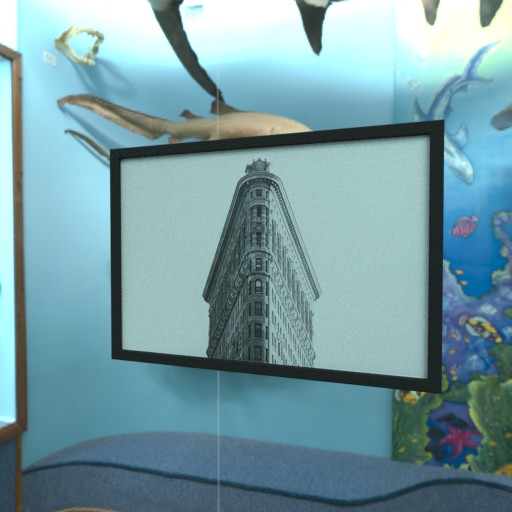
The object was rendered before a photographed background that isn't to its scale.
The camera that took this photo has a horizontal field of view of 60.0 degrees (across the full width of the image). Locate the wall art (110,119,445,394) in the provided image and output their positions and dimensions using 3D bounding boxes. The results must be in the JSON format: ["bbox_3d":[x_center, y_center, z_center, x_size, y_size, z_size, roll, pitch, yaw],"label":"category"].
[{"bbox_3d":[0.000,0.000,1.232,0.958,0.656,0.026,1,1,20],"label":"wall art"}]
